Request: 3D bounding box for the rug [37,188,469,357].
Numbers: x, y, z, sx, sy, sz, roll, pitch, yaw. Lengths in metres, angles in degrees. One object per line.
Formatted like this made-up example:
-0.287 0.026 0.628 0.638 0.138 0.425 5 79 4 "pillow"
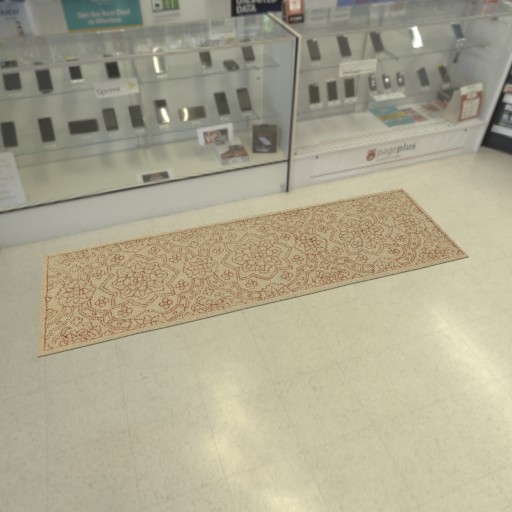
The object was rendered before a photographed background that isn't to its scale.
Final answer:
0.000 0.000 2.663 2.448 0.012 0.769 -12 44 -12 "rug"
